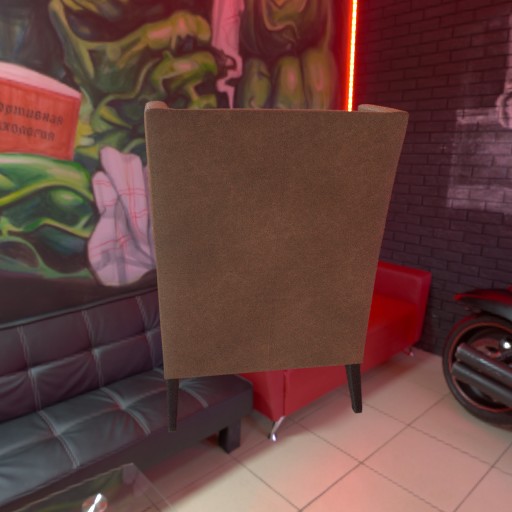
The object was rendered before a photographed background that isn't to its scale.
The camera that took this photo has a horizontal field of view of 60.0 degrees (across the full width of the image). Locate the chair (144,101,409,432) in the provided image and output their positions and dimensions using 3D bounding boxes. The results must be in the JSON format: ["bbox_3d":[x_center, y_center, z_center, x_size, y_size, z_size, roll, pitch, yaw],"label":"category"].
[{"bbox_3d":[0.000,0.000,1.706,0.815,1.088,0.913,-2,14,-9],"label":"chair"}]
